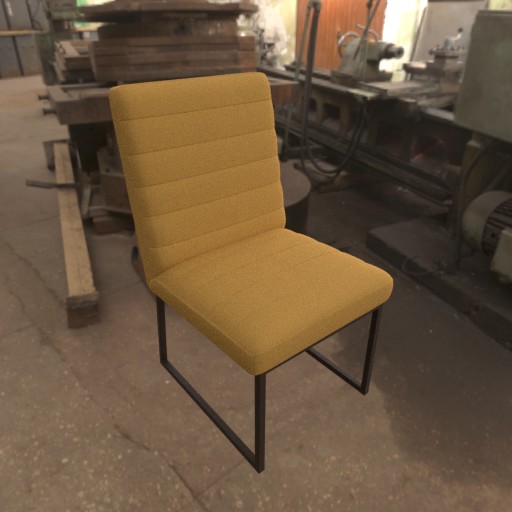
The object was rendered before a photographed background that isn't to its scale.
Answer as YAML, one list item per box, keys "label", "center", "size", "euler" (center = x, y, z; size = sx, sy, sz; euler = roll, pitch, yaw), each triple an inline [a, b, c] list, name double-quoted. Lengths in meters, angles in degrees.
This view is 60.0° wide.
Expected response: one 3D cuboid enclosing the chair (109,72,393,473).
- label: "chair"
  center: [0.000, 0.000, 1.302]
  size: [0.520, 0.930, 0.634]
  euler: [-21, 36, -33]
